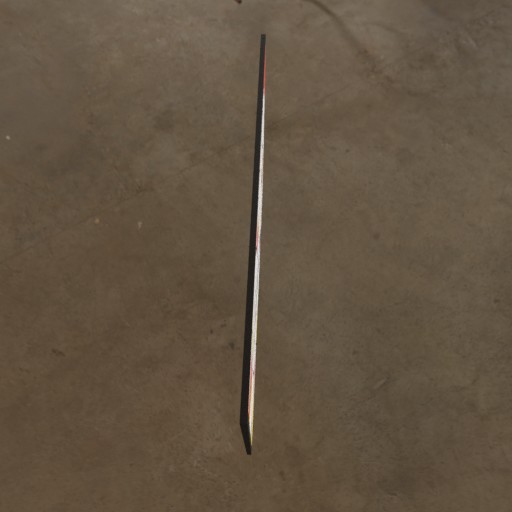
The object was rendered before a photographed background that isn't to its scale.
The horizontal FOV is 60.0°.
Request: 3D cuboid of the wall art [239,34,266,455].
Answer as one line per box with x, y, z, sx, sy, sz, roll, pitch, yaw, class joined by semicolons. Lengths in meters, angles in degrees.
0.000;0.000;1.228;0.013;0.665;0.963;2;62;1;wall art
